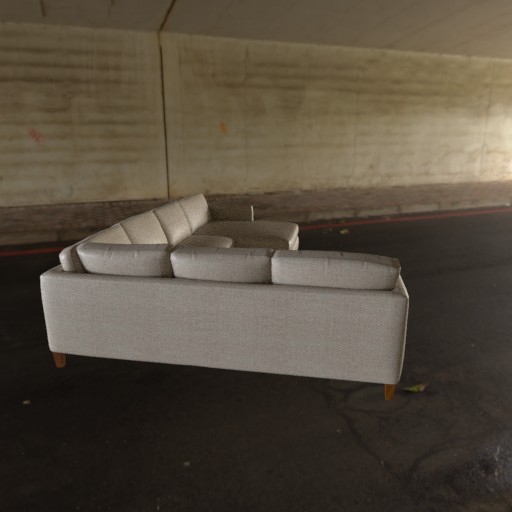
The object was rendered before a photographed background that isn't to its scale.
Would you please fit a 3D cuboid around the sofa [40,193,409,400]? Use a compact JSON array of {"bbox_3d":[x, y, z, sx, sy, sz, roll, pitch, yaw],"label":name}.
[{"bbox_3d":[0.000,0.000,4.648,2.594,0.961,3.460,3,16,10],"label":"sofa"}]
